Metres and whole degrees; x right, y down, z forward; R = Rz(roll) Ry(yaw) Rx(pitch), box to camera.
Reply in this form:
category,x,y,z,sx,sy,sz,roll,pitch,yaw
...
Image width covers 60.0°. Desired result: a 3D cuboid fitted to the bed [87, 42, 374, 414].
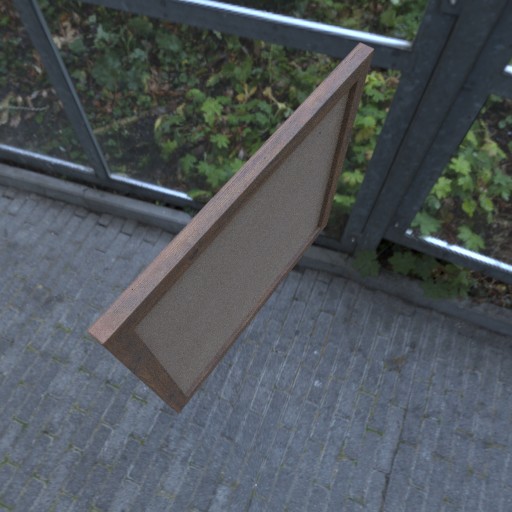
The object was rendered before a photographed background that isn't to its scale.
category,x,y,z,sx,sy,sz,roll,pitch,yaw
bed,0.000,0.000,1.465,0.046,0.942,1.046,33,67,16
